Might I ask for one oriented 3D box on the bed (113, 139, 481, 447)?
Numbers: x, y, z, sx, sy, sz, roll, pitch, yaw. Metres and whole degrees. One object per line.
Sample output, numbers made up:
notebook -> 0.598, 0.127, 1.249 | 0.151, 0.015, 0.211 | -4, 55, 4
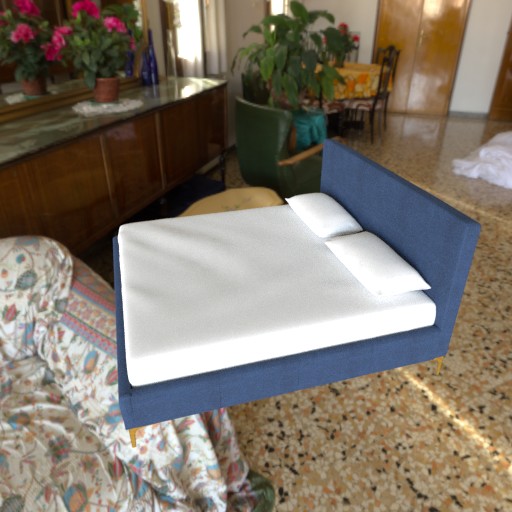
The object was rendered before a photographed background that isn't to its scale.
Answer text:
bed -> 0.000, 0.000, 3.538 | 2.232, 1.231, 2.096 | -8, 30, -14
